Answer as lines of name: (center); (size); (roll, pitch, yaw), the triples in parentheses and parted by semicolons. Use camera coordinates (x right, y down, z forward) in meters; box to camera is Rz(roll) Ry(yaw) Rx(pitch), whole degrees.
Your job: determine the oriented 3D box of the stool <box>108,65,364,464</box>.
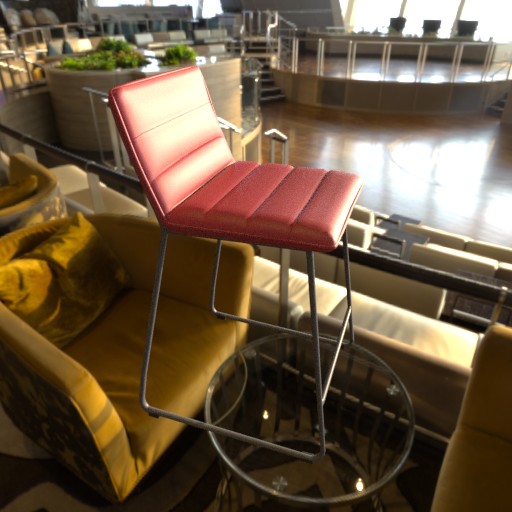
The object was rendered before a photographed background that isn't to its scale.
stool: (0.000, 0.000, 1.155); (0.524, 0.866, 0.489); (10, 32, 17)
